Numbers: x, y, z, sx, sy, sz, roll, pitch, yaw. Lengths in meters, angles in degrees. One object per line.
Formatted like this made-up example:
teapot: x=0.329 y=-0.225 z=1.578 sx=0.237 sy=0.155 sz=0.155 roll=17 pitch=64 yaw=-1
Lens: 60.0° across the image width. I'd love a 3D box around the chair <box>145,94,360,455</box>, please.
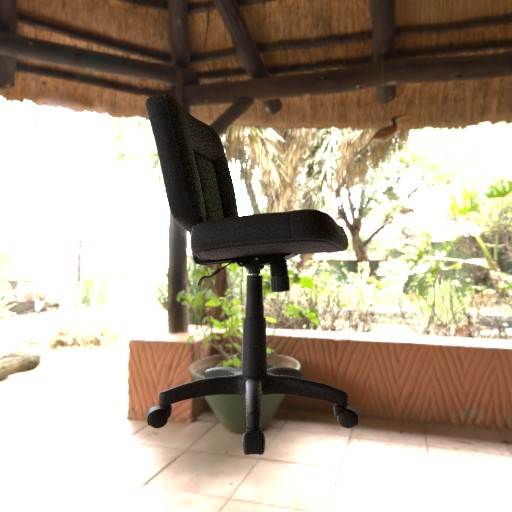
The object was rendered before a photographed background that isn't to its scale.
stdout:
chair: x=0.000 y=0.000 z=1.361 sx=0.610 sy=0.972 sz=0.610 roll=-1 pitch=-3 yaw=18
